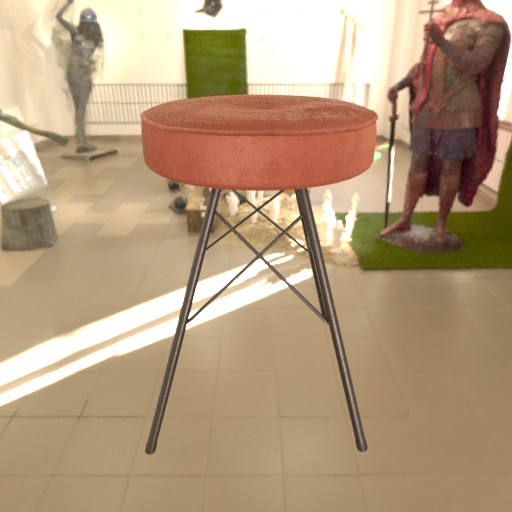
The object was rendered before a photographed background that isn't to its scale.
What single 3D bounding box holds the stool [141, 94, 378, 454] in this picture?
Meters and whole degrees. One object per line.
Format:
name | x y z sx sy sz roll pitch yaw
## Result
stool | 0.000 0.000 0.900 0.421 0.593 0.457 0 26 -1
